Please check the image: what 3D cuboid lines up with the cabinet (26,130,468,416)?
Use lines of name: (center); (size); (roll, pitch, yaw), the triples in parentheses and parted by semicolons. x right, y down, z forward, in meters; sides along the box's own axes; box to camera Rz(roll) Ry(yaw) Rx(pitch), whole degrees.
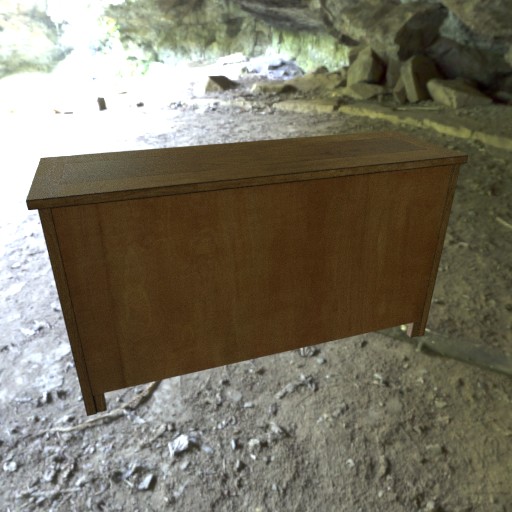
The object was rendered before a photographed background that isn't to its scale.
cabinet: (0.000, 0.000, 1.790); (1.474, 0.813, 0.480); (-9, 28, -17)
